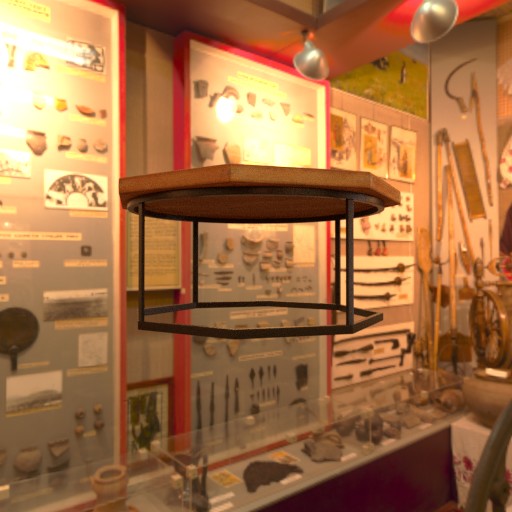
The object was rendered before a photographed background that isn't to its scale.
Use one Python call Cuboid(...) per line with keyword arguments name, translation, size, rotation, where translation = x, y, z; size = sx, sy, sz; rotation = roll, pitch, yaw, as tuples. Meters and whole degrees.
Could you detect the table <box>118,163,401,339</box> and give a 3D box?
Cuboid(name="table", translation=(0.000, 0.000, 1.583), size=(1.002, 0.444, 1.002), rotation=(0, -1, 0))
